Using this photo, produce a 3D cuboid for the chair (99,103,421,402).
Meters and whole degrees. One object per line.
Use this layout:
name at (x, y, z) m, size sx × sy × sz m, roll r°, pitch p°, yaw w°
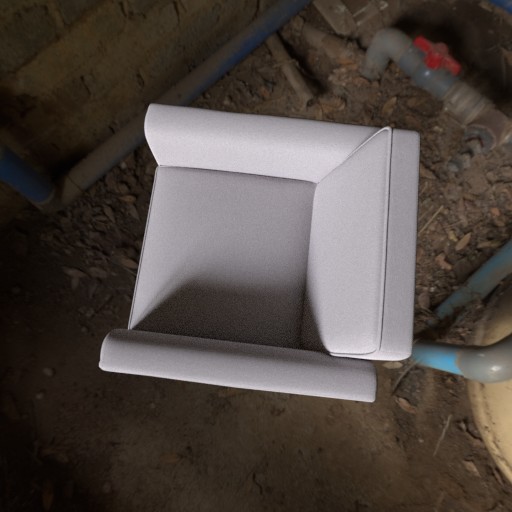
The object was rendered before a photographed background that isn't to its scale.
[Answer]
chair at (0.000, 0.000, 1.396) m, size 0.750 × 0.780 × 0.780 m, roll 6°, pitch 77°, yaw 1°
